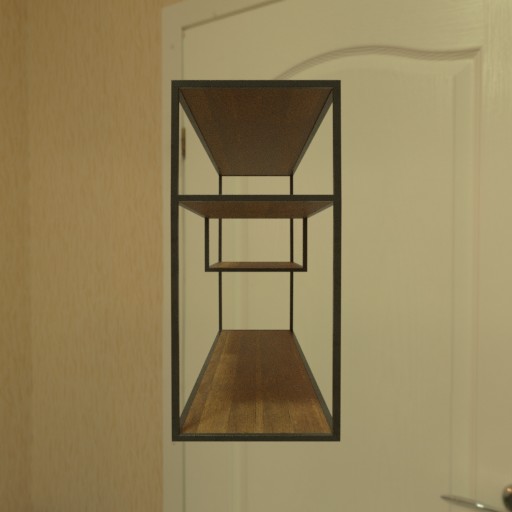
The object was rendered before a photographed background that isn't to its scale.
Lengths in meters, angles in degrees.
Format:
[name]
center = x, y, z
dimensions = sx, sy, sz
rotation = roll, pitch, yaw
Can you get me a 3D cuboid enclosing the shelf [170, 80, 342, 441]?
[shelf]
center = 0.000, 0.000, 1.536
dimensions = 0.361, 0.765, 1.201
rotation = 0, 1, 0
